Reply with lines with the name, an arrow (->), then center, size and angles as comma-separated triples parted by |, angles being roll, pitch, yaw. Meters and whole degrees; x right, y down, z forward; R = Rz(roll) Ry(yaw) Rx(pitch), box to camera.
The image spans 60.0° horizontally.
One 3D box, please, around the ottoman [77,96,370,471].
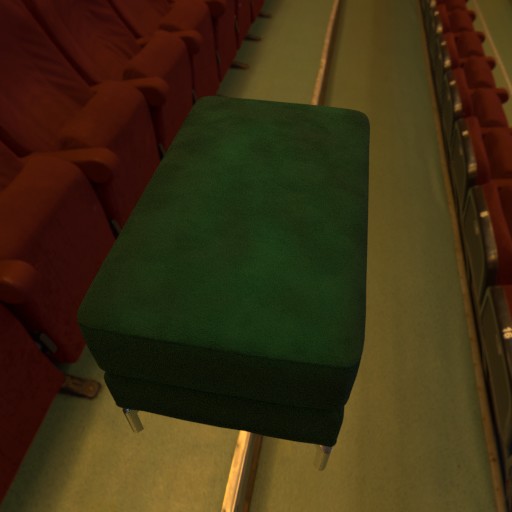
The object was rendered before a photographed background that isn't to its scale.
ottoman -> 0.000, 0.000, 1.223 | 0.536, 0.533, 0.886 | 8, 47, 7
